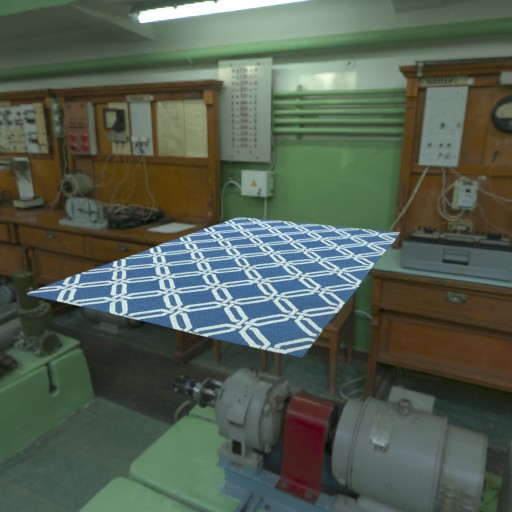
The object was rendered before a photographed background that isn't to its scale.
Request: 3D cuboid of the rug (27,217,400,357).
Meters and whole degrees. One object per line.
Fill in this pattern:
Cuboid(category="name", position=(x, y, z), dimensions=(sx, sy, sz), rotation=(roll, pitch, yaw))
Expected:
Cuboid(category="rug", position=(0.000, 0.000, 2.238), dimensions=(1.153, 0.010, 1.755), rotation=(8, 18, 25))
